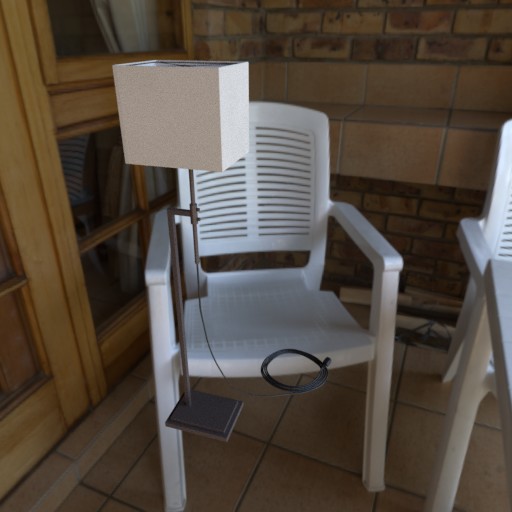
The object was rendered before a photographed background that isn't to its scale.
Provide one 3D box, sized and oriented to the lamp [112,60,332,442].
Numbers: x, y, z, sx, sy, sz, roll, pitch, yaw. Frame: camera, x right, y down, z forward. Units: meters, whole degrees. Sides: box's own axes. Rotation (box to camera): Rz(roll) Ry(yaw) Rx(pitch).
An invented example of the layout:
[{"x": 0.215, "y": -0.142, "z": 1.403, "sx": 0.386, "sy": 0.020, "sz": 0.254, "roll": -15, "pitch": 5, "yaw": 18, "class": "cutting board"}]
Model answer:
[{"x": 0.000, "y": 0.000, "z": 1.976, "sx": 0.698, "sy": 1.600, "sz": 0.774, "roll": 8, "pitch": 28, "yaw": 15, "class": "lamp"}]
